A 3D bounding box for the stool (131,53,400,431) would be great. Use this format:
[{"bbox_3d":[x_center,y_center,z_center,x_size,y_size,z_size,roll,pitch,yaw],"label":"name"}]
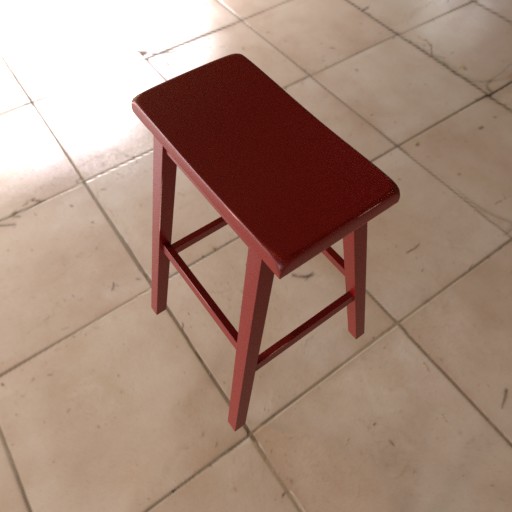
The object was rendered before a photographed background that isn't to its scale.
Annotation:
[{"bbox_3d":[0.000,0.000,1.051,0.476,0.737,0.457,-32,63,-18],"label":"stool"}]
